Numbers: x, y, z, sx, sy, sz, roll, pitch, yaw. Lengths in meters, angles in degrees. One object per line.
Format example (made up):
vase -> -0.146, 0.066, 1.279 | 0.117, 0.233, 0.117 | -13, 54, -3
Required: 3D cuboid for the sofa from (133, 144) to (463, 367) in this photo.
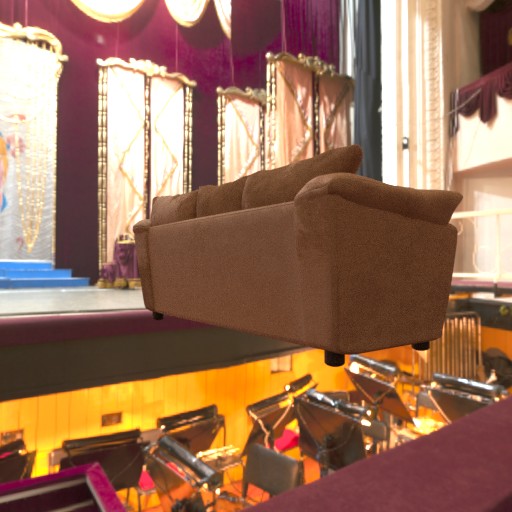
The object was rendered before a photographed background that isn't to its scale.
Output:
sofa -> 0.000, 0.000, 2.872 | 0.893, 0.981, 2.377 | 1, -1, -35
